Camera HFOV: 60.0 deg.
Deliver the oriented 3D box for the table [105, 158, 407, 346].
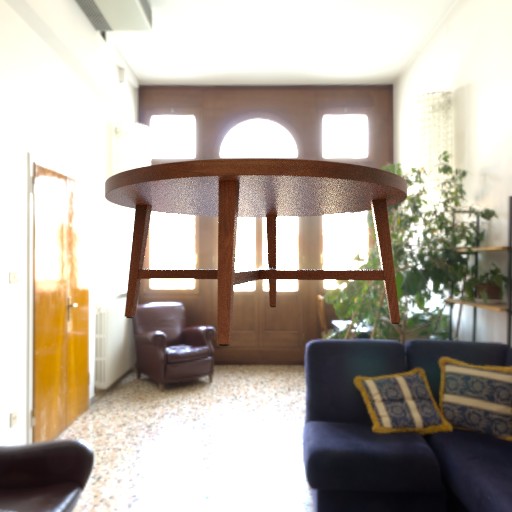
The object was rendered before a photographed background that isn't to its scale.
[{"bbox_3d":[0.000,0.000,1.237,0.800,0.360,0.800,0,-1,0],"label":"table"}]
